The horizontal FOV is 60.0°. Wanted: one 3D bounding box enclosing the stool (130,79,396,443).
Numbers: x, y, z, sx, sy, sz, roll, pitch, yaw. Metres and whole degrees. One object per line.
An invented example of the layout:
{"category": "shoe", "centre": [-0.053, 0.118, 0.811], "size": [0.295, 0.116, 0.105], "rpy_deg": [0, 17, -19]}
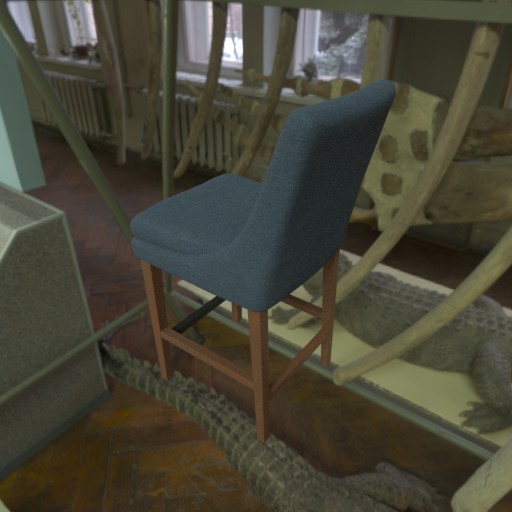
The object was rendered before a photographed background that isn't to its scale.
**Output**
{"category": "stool", "centre": [0.000, 0.000, 1.308], "size": [0.577, 0.981, 0.470], "rpy_deg": [21, 37, 31]}
